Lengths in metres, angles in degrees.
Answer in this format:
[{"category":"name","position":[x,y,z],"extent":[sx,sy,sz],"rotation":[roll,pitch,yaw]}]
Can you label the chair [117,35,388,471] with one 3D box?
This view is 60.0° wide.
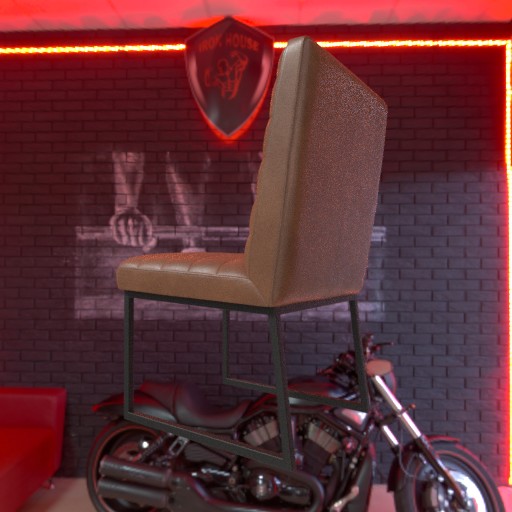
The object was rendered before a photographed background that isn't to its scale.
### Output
[{"category":"chair","position":[0.000,0.000,1.288],"extent":[0.634,0.930,0.520],"rotation":[0,-1,35]}]
